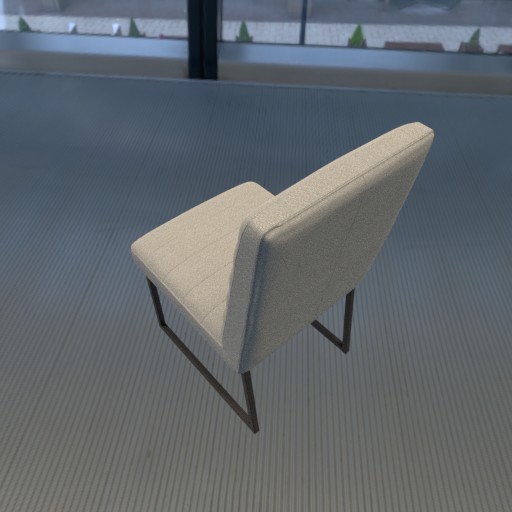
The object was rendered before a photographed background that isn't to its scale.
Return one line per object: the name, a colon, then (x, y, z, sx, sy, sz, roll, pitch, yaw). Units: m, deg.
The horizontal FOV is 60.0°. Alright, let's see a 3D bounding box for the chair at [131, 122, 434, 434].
chair: (0.000, 0.000, 1.322, 0.520, 0.930, 0.634, -32, 54, -27)
